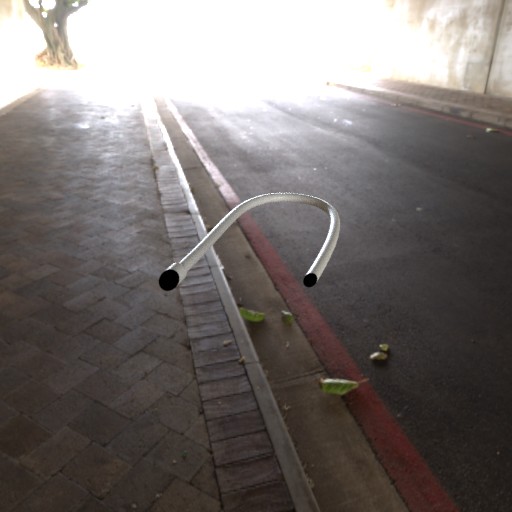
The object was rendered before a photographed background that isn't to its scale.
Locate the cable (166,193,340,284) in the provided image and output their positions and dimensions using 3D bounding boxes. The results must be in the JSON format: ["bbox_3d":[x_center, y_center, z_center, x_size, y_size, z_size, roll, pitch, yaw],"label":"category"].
[{"bbox_3d":[0.000,0.000,0.111,0.041,0.005,0.098,8,27,16],"label":"cable"}]
